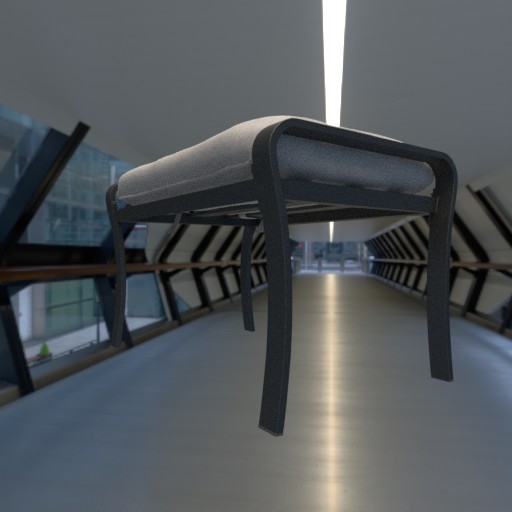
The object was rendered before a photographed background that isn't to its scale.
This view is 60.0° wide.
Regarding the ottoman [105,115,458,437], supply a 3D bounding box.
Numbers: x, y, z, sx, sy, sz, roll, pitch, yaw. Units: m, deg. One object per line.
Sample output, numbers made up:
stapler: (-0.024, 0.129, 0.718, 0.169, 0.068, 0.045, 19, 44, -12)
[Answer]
ottoman: (0.000, 0.000, 0.881, 0.406, 0.422, 0.610, 0, 1, -36)
